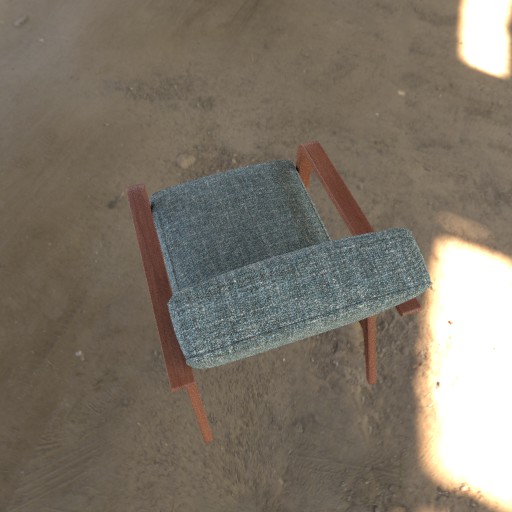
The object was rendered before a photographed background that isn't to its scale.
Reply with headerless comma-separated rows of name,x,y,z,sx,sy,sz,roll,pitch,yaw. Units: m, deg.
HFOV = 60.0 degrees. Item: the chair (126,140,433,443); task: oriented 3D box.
chair,0.000,0.000,1.503,0.719,0.864,0.889,-16,60,-9
